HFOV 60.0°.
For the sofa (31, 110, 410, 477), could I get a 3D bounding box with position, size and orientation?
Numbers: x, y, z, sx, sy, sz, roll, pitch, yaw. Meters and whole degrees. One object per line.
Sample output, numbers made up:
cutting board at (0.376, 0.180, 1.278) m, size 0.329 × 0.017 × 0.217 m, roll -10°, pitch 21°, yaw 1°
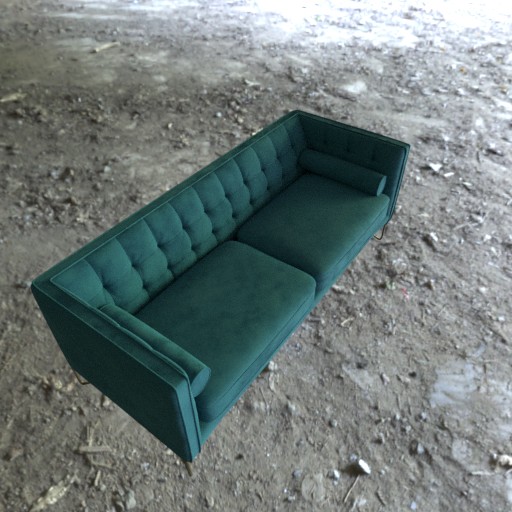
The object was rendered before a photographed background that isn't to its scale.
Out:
sofa at (0.000, 0.000, 2.515) m, size 0.867 × 0.789 × 2.087 m, roll 26°, pitch 49°, yaw 26°
